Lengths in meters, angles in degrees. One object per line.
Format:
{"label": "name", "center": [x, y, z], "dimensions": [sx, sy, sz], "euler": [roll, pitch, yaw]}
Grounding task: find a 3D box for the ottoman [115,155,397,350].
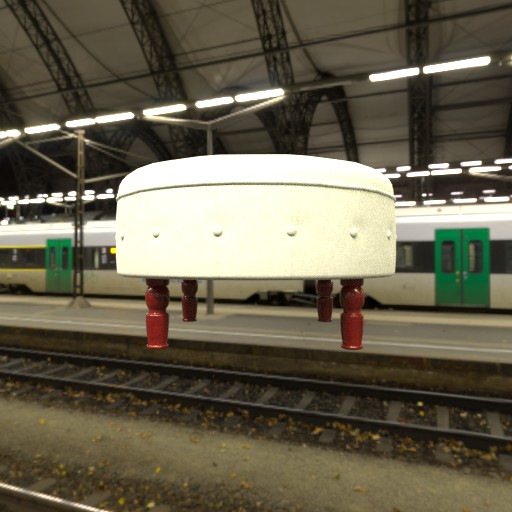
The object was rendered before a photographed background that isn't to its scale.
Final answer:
{"label": "ottoman", "center": [0.000, 0.000, 1.409], "dimensions": [0.850, 0.483, 0.850], "euler": [0, -1, 0]}
